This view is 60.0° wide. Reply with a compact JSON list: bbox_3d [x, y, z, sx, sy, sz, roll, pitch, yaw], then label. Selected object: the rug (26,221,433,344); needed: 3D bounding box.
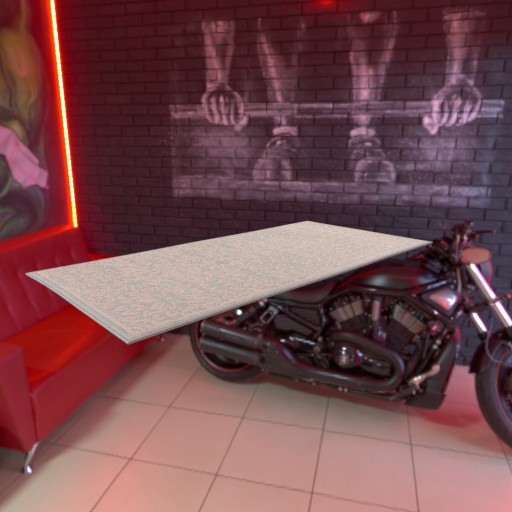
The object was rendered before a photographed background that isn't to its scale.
[{"bbox_3d":[0.000,0.000,1.436,1.219,0.007,0.604,-13,20,-42],"label":"rug"}]
